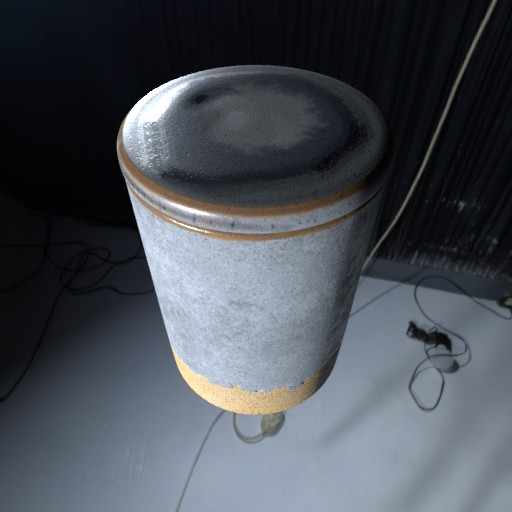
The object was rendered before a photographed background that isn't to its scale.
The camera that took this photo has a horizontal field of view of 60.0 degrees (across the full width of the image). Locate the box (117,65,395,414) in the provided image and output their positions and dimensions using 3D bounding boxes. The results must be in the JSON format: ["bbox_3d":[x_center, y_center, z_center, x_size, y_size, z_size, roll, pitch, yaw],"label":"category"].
[{"bbox_3d":[0.000,0.000,0.250,0.118,0.168,0.118,0,47,0],"label":"box"}]
